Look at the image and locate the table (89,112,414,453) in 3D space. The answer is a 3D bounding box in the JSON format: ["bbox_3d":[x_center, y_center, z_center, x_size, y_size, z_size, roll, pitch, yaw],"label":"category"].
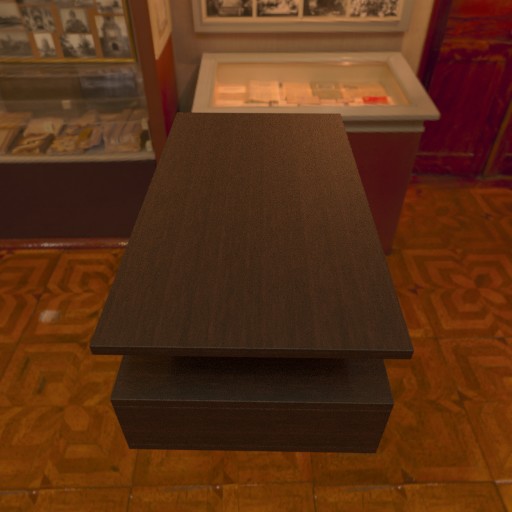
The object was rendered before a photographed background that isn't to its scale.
[{"bbox_3d":[0.000,0.000,1.350,0.590,0.460,1.050,1,41,1],"label":"table"}]
